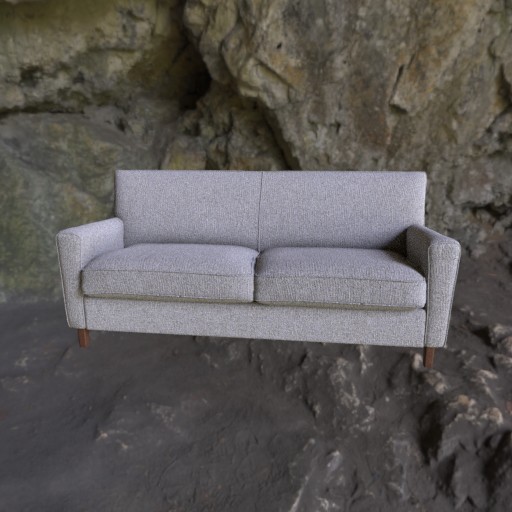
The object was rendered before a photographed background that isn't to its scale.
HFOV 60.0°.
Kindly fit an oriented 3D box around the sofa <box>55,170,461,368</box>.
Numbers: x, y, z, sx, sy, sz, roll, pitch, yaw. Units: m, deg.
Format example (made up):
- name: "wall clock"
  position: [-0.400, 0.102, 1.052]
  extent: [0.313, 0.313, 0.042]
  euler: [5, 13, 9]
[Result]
- name: "sofa"
  position: [0.000, 0.000, 2.566]
  extent: [2.026, 0.942, 0.854]
  euler: [2, 13, 7]
